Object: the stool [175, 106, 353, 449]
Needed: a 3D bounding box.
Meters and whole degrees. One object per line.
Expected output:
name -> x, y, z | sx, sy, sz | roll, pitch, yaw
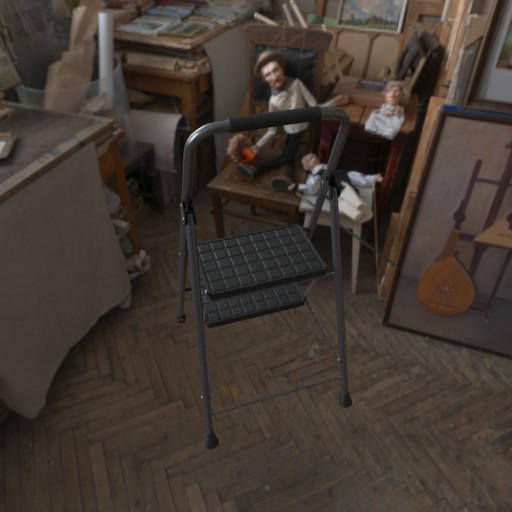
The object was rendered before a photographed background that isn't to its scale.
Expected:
stool -> 0.000, 0.000, 1.159 | 0.450, 0.872, 0.514 | -12, 43, -13
